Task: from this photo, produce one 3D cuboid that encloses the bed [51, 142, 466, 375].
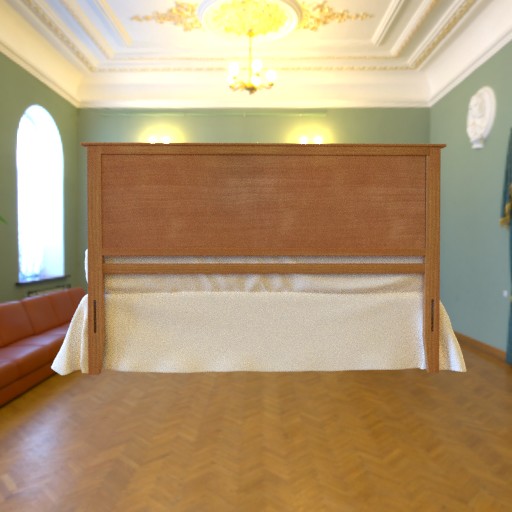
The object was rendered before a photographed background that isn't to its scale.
[{"bbox_3d":[0.000,0.000,3.505,2.317,1.270,2.215,0,1,-1],"label":"bed"}]
